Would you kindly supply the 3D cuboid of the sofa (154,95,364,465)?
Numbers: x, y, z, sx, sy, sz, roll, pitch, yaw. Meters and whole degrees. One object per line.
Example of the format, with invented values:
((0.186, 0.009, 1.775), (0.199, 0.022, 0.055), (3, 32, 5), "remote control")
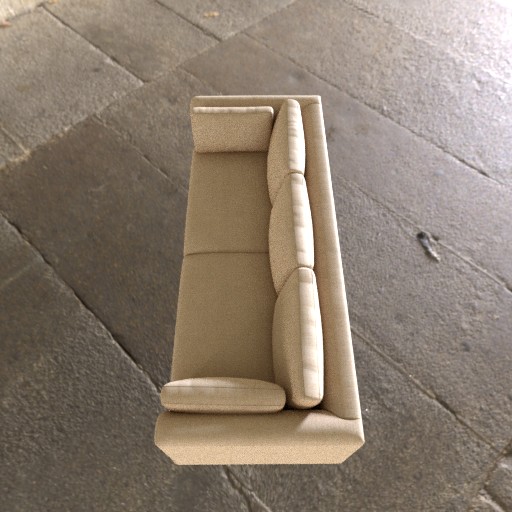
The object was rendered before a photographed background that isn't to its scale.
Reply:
((0.000, 0.000, 2.904), (0.969, 0.867, 2.415), (0, 58, 0), "sofa")
